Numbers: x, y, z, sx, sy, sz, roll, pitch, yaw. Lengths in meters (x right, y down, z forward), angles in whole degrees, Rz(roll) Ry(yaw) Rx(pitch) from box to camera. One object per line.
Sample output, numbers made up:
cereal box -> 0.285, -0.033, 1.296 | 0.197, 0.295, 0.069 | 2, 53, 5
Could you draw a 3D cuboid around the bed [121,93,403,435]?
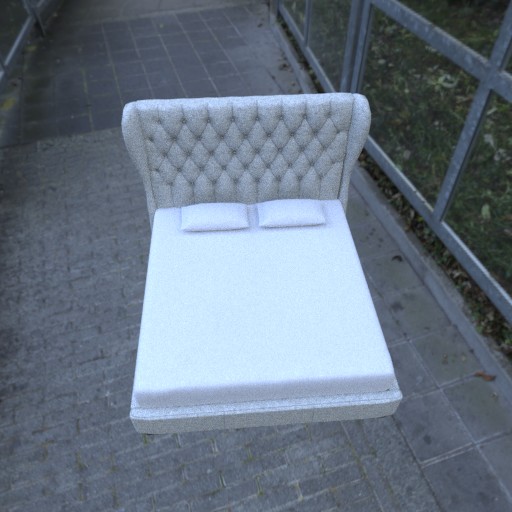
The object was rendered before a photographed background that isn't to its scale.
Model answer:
bed -> 0.000, 0.000, 3.844 | 2.219, 1.771, 2.347 | -3, 47, -3
